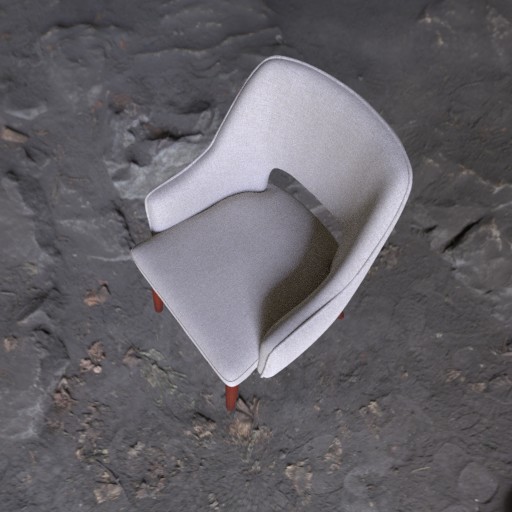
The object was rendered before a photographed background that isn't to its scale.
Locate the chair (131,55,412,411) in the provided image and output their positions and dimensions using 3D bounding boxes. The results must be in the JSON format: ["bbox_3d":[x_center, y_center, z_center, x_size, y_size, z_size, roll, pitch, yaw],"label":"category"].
[{"bbox_3d":[0.000,0.000,1.218,0.580,0.840,0.560,-35,69,-16],"label":"chair"}]
